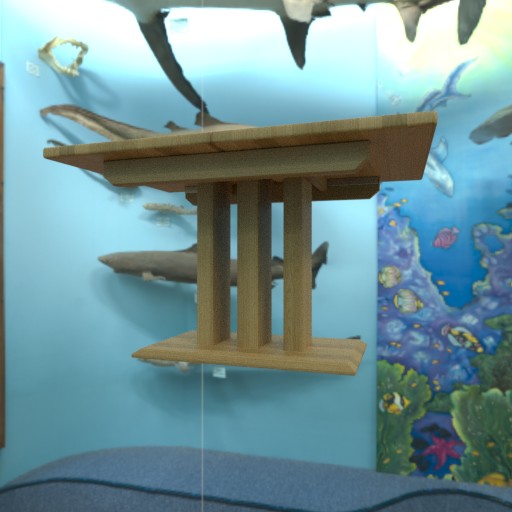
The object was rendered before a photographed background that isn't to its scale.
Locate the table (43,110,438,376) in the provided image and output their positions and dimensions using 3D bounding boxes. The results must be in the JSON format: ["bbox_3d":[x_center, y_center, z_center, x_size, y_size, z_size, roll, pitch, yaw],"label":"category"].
[{"bbox_3d":[0.000,0.000,1.793,1.300,0.770,0.900,0,0,18],"label":"table"}]
